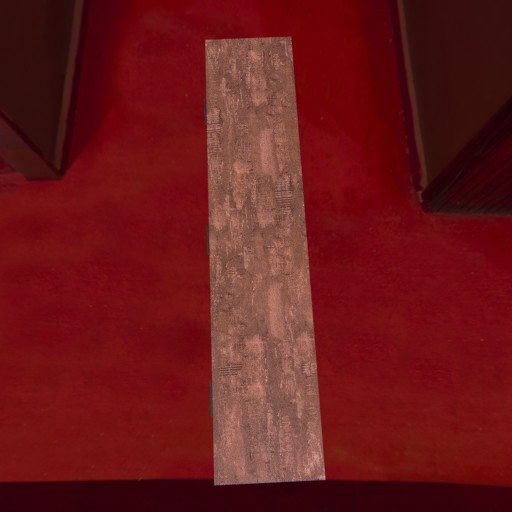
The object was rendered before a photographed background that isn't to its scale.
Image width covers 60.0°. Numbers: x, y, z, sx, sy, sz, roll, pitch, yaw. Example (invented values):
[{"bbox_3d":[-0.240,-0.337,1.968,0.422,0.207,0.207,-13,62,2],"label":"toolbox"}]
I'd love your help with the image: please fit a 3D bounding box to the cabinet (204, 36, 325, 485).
[{"bbox_3d":[0.000,0.000,2.111,0.395,0.762,1.800,-3,76,-1],"label":"cabinet"}]
